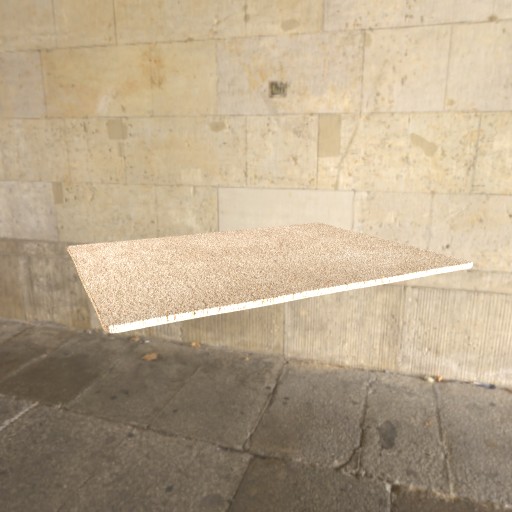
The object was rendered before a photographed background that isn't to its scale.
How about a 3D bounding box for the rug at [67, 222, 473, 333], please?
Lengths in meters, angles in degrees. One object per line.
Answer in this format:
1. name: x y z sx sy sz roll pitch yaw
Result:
1. rug: 0.000 0.000 2.148 1.600 0.025 1.199 -7 16 -26
